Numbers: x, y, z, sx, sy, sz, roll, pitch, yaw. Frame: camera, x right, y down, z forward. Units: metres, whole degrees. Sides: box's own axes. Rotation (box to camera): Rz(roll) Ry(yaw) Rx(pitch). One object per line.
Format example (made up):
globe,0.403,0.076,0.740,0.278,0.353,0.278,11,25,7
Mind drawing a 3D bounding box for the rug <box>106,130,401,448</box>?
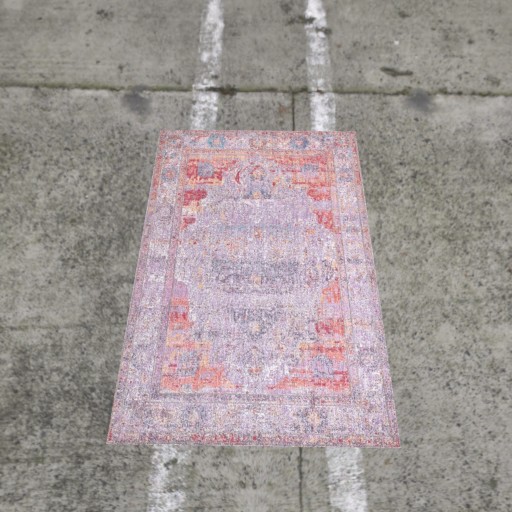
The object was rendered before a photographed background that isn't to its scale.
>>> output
rug,0.000,0.000,2.301,1.219,0.005,1.829,1,59,0
